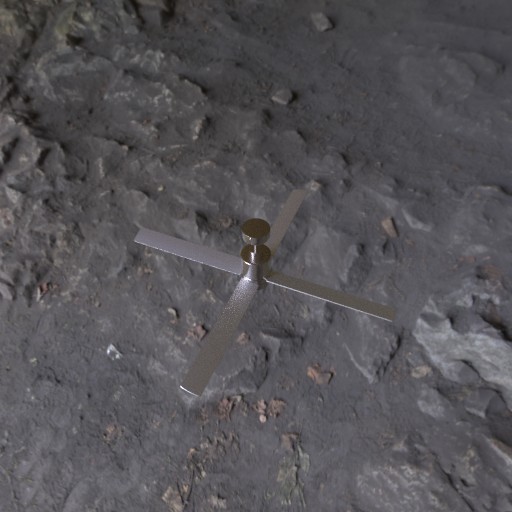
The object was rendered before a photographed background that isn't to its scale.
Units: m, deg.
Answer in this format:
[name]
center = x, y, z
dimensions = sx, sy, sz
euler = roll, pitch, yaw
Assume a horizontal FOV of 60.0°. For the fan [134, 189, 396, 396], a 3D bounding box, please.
[fan]
center = 0.000, 0.000, 2.029
dimensions = 1.322, 0.355, 1.322
euler = 17, 50, 15
